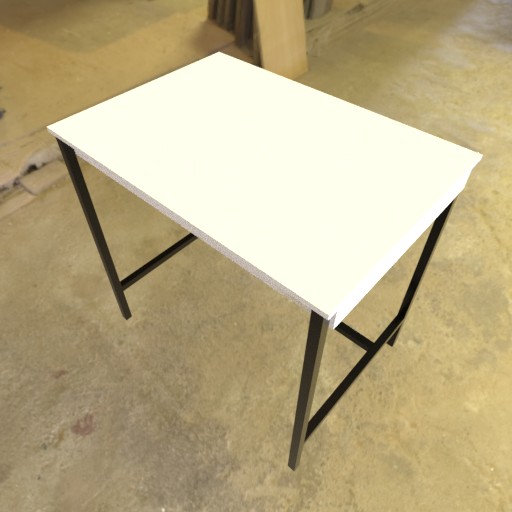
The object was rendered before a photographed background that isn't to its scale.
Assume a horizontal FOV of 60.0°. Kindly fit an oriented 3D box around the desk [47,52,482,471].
[{"bbox_3d":[0.000,0.000,1.283,0.811,0.766,0.573,33,55,27],"label":"desk"}]
